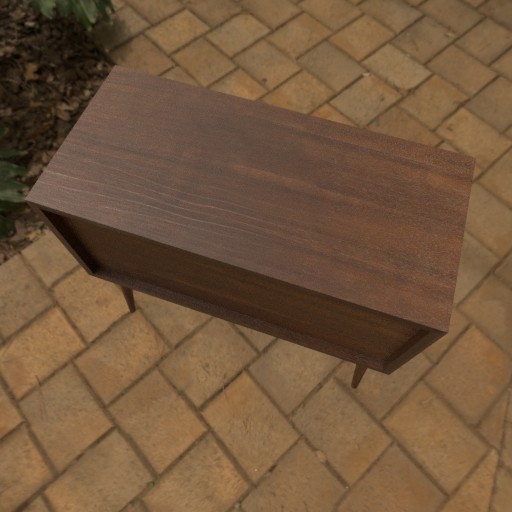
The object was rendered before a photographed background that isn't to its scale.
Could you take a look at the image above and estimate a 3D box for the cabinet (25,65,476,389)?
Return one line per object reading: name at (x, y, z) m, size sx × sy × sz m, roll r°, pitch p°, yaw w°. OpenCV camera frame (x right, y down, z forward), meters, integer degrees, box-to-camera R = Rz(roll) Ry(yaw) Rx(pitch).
cabinet at (0.000, 0.000, 1.098) m, size 0.743 × 0.654 × 0.354 m, roll 17°, pitch 65°, yaw 8°
